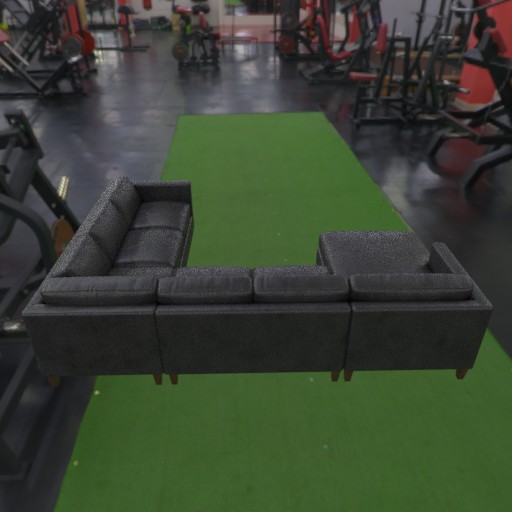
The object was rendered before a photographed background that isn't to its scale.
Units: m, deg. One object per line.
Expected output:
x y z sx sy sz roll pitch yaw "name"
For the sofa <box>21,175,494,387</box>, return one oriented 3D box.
0.000 0.000 4.287 3.324 0.891 2.452 -1 31 -1 "sofa"
